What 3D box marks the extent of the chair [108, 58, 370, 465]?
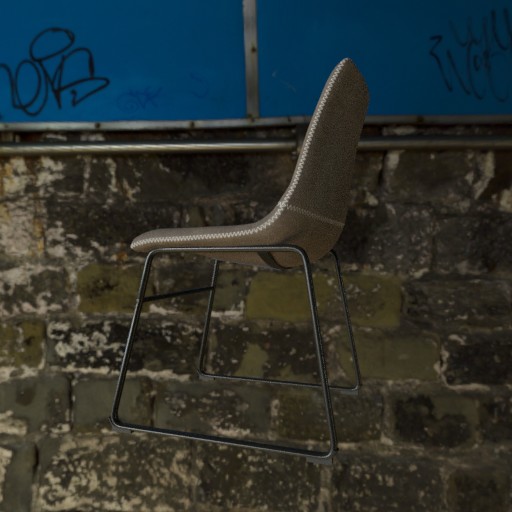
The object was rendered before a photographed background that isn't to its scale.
[{"bbox_3d":[0.000,0.000,1.110,0.550,0.780,0.460,0,0,19],"label":"chair"}]
